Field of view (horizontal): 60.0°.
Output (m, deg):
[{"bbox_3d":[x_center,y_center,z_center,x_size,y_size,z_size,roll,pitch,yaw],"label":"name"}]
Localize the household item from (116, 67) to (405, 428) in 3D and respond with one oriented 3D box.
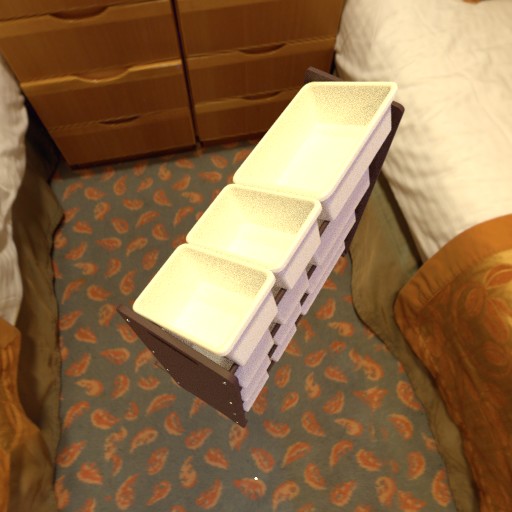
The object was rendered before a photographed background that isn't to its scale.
[{"bbox_3d":[0.000,0.000,1.305,0.389,0.864,0.787,29,67,14],"label":"household item"}]
